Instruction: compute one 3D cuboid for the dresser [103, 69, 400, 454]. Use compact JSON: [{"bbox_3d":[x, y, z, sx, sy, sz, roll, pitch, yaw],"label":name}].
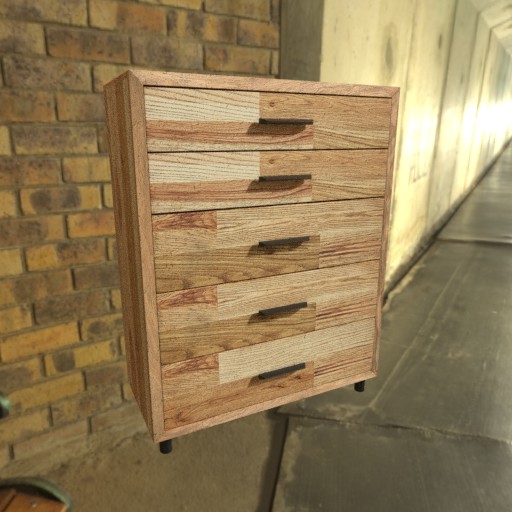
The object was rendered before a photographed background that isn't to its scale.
[{"bbox_3d":[0.000,0.000,1.726,0.966,1.243,0.480,-7,17,-26],"label":"dresser"}]
